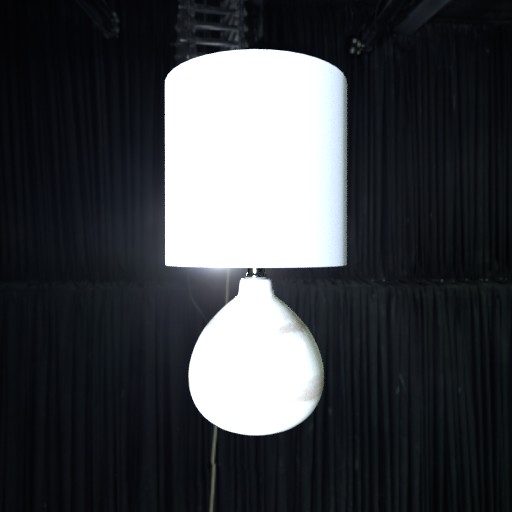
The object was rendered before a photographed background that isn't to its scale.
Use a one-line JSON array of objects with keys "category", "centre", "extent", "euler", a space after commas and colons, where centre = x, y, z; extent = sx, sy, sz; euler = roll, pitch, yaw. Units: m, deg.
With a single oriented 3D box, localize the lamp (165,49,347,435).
[{"category": "lamp", "centre": [0.000, 0.000, 0.540], "extent": [0.217, 0.404, 0.217], "euler": [0, 1, -17]}]
